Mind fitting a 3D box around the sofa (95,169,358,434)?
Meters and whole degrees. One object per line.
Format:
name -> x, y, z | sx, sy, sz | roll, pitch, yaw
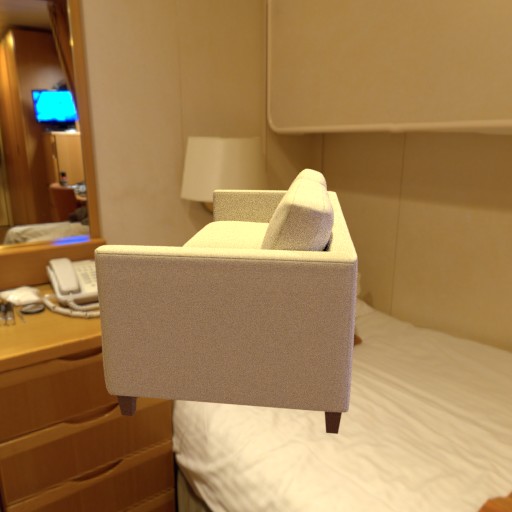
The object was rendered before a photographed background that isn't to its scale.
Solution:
sofa -> 0.000, 0.000, 2.515 | 0.965, 0.889, 1.981 | 2, 15, 7
